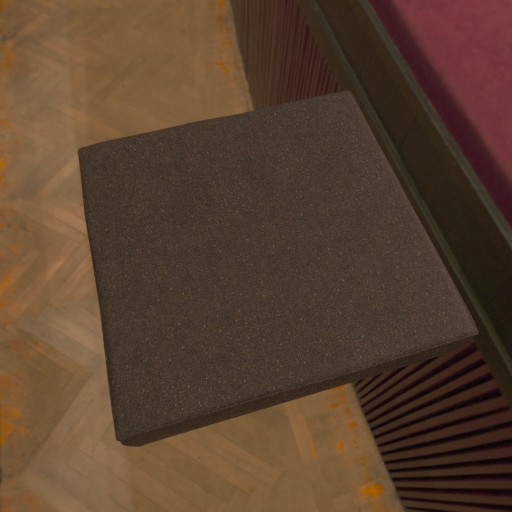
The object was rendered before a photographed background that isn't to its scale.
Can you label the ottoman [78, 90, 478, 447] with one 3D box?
[{"bbox_3d":[0.000,0.000,1.504,1.004,0.382,0.968,-14,64,-7],"label":"ottoman"}]
